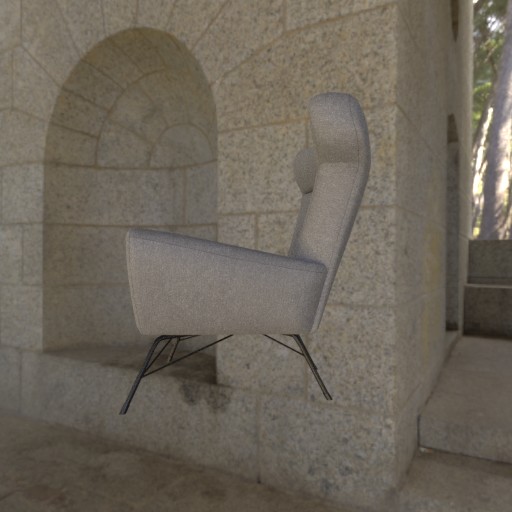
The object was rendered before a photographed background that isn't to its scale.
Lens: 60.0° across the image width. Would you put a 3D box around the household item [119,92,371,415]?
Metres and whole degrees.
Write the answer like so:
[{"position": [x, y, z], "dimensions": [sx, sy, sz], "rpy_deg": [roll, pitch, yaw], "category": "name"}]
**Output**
[{"position": [0.000, 0.000, 1.839], "dimensions": [0.900, 1.050, 0.980], "rpy_deg": [0, 0, 1], "category": "household item"}]
